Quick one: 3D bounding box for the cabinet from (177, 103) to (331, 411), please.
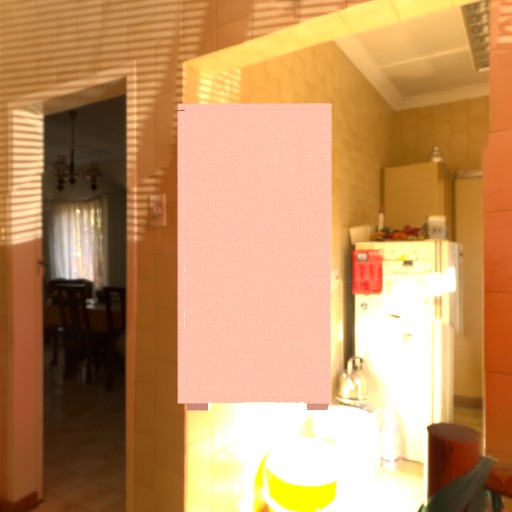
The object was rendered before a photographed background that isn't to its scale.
[{"bbox_3d":[0.000,0.000,1.978,0.400,0.800,1.650,0,0,0],"label":"cabinet"}]
